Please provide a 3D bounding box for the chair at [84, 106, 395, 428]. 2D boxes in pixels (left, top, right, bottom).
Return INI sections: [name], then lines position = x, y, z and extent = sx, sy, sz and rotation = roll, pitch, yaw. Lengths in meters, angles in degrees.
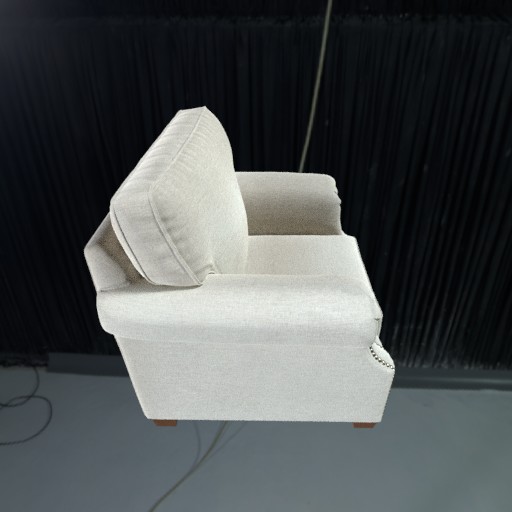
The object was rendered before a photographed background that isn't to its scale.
[chair]
position = 0.000, 0.000, 1.781
extent = 0.965, 0.961, 1.092
rotation = 1, 31, 1
